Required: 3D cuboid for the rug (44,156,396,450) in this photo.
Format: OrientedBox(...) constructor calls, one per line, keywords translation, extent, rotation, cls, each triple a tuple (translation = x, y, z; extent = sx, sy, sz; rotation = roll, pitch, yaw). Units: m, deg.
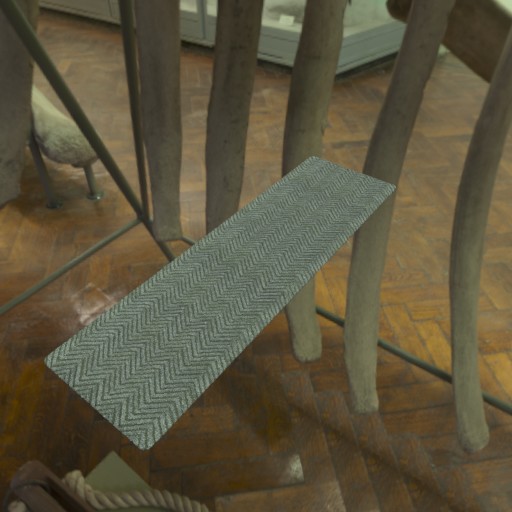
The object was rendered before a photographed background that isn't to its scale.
OrientedBox(translation=(0.000, 0.000, 2.513), extent=(0.686, 0.008, 2.286), rotation=(27, 49, 27), cls="rug")
